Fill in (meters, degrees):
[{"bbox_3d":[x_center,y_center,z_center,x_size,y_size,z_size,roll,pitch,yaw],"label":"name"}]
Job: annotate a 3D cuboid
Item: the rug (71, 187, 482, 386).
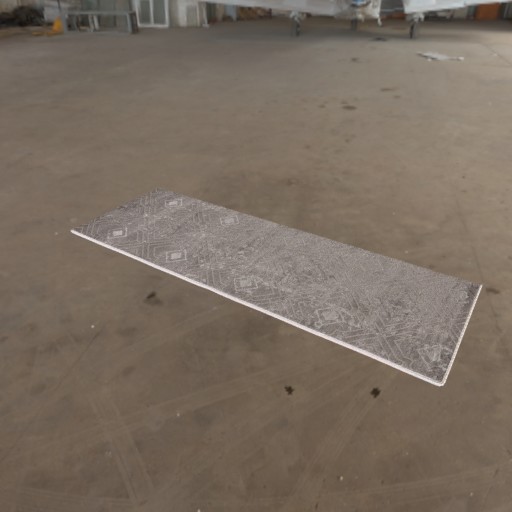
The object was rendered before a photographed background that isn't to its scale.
[{"bbox_3d":[0.000,0.000,2.657,2.381,0.035,0.832,19,37,28],"label":"rug"}]
